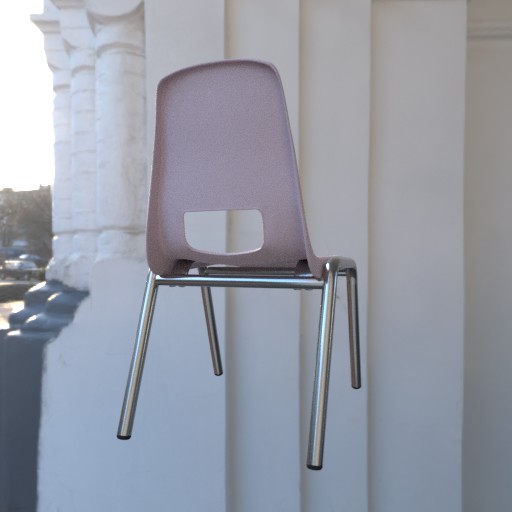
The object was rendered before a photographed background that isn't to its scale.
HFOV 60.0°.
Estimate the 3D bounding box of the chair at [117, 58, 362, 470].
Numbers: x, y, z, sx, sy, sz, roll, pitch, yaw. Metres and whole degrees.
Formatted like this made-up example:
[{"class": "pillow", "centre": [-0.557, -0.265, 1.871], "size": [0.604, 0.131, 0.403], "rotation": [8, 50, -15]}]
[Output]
[{"class": "chair", "centre": [0.000, 0.000, 0.845], "size": [0.354, 0.586, 0.423], "rotation": [0, 0, 19]}]
